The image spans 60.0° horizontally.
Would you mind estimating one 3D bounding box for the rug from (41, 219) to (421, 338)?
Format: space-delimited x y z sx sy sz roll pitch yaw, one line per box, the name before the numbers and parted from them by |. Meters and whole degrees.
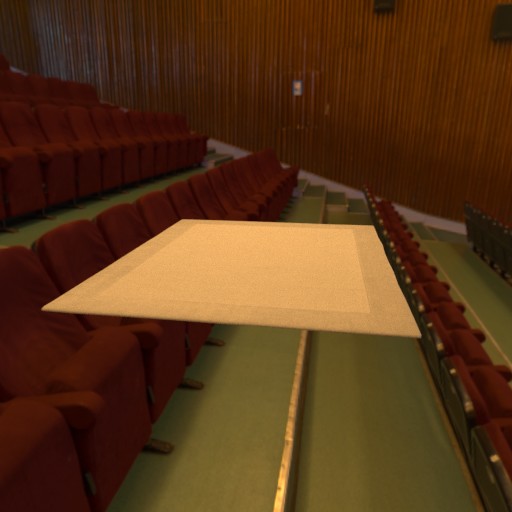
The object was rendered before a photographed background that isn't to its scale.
rug | 0.000 0.000 4.152 2.430 0.018 2.976 3 17 9
